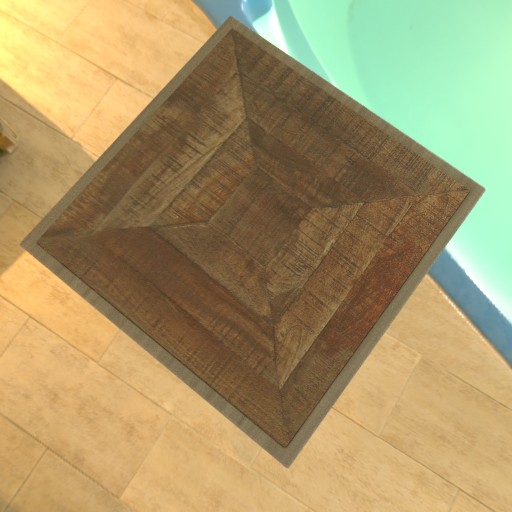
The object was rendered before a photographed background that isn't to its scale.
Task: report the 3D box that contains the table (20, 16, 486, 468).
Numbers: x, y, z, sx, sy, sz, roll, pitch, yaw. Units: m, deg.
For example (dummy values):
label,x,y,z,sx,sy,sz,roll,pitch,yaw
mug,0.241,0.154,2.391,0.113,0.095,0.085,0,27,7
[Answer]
label,x,y,z,sx,sy,sz,roll,pitch,yaw
table,0.000,0.000,0.837,0.449,0.500,0.450,37,80,8
